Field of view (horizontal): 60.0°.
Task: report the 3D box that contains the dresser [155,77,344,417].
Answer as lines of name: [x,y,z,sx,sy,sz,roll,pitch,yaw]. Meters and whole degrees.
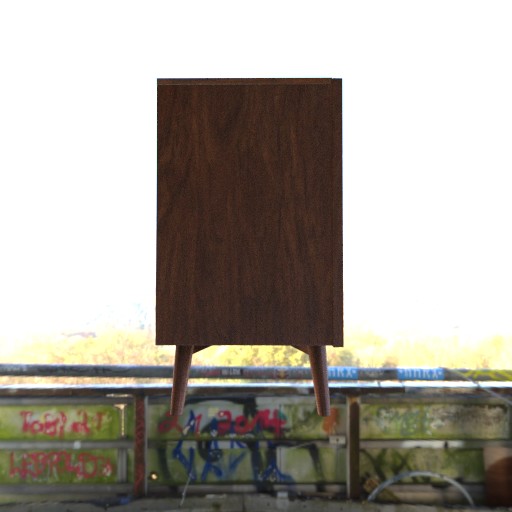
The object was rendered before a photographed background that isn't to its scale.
dresser: [0.000,0.000,1.866,0.500,0.889,1.472,0,-1,1]
